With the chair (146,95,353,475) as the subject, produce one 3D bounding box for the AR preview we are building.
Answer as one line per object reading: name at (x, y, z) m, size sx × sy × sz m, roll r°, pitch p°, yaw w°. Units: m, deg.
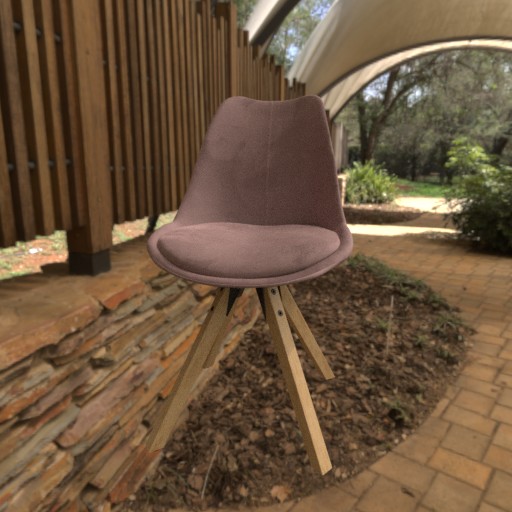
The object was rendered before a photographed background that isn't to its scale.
chair at (0.000, 0.000, 1.156) m, size 0.485 × 0.850 × 0.550 m, roll 2°, pitch 13°, yaw 10°
